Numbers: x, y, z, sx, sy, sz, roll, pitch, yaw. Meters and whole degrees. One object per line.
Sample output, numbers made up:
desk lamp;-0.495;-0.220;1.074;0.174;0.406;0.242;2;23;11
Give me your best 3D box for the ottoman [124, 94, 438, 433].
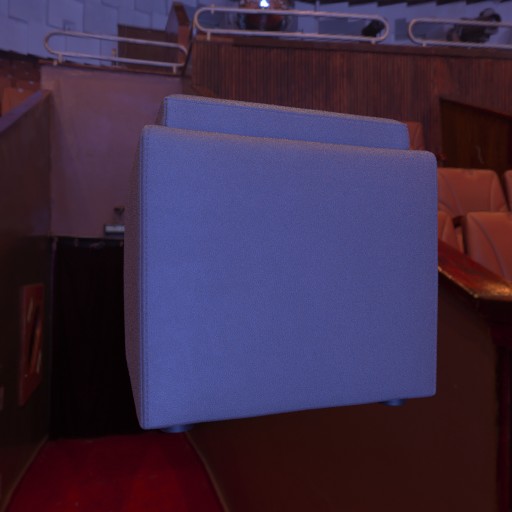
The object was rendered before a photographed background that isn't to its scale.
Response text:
ottoman;0.000;0.000;0.806;0.450;0.460;0.451;0;-1;-18
